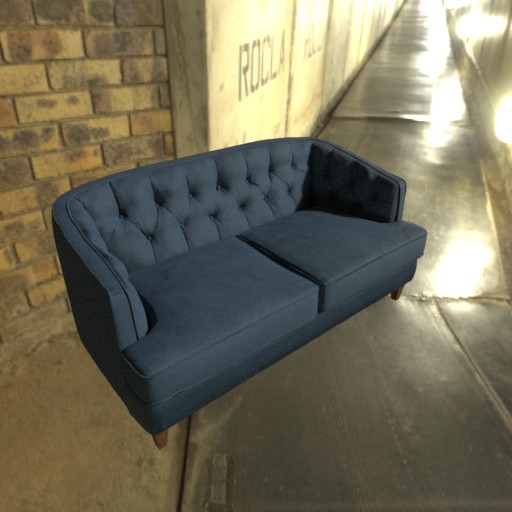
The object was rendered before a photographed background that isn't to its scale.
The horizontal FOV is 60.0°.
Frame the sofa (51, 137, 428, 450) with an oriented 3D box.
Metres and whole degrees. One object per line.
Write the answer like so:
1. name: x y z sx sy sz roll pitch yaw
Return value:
1. sofa: 0.000 0.000 2.239 1.733 0.854 0.941 -22 36 -34
